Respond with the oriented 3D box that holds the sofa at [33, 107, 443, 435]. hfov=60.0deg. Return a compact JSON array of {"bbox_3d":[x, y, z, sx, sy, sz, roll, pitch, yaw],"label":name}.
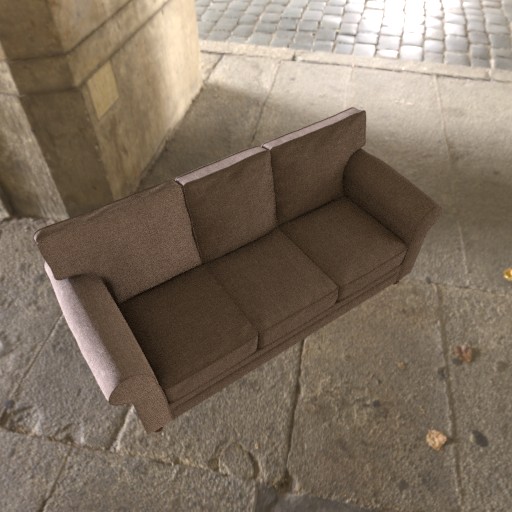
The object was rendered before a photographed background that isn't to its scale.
[{"bbox_3d":[0.000,0.000,2.555,2.084,0.961,0.916,-27,53,-22],"label":"sofa"}]
